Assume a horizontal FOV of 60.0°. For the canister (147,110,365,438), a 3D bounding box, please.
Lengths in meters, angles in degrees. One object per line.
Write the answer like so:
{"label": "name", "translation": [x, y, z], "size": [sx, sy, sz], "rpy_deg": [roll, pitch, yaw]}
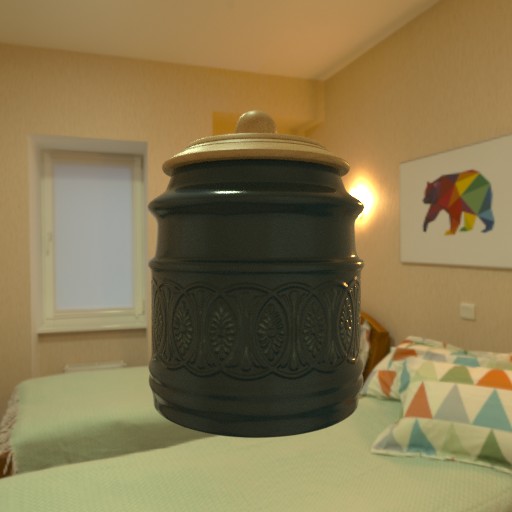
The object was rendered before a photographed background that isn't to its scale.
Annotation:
{"label": "canister", "translation": [0.000, 0.000, 0.273], "size": [0.130, 0.176, 0.130], "rpy_deg": [0, 1, 0]}
